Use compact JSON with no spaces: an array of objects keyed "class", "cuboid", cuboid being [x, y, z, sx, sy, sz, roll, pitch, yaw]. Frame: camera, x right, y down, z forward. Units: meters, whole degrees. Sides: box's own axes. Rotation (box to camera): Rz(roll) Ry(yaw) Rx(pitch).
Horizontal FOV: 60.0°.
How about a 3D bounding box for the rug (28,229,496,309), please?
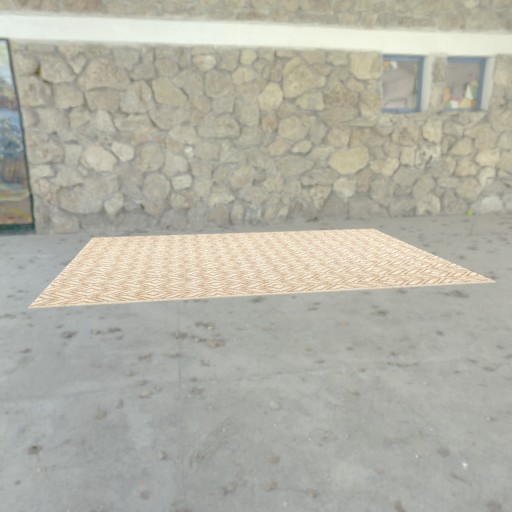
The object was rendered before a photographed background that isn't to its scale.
[{"class":"rug","cuboid":[0.000,0.000,2.284,1.828,0.007,1.220,-2,14,-9]}]
